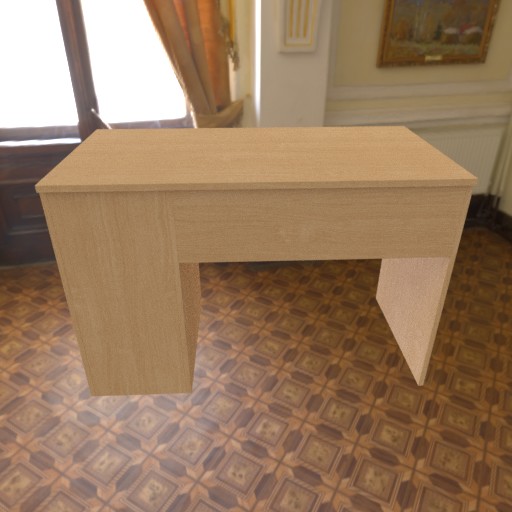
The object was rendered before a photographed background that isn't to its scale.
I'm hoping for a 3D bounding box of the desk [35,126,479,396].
[{"bbox_3d":[0.000,0.000,1.518,1.097,0.735,0.560,-1,30,-2],"label":"desk"}]
